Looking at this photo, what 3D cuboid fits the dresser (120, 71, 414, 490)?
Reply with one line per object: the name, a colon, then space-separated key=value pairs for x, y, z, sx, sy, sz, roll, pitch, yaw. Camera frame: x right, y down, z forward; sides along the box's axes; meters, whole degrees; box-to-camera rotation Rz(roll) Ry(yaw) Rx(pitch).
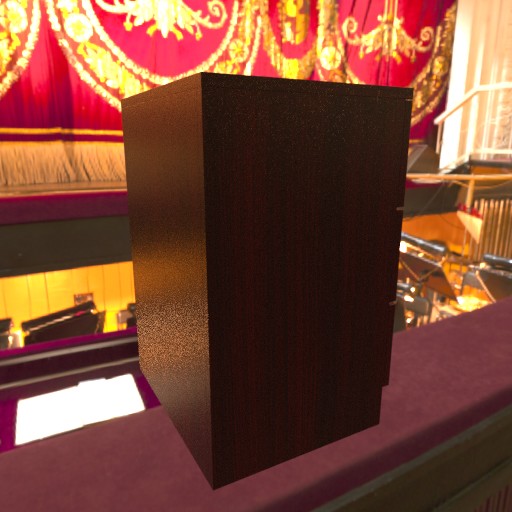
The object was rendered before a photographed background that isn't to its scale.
dresser: x=0.000 y=0.000 z=0.816 sx=0.360 sy=0.560 sz=0.400 roll=-8 pitch=17 yaw=-28
